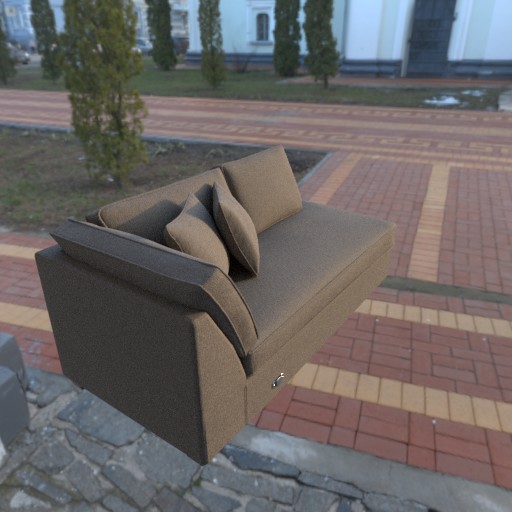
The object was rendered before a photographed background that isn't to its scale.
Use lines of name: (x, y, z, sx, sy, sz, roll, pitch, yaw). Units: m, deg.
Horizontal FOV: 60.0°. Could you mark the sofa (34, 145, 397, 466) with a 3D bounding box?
sofa: (0.000, 0.000, 2.821, 1.110, 1.033, 2.237, 17, 31, 32)
